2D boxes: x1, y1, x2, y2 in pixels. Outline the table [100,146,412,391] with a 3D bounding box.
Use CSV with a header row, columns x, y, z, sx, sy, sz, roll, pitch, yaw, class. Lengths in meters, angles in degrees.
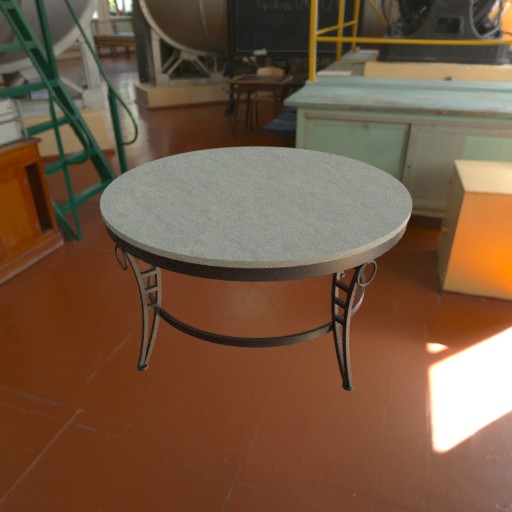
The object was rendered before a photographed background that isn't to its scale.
x,y,z,sx,sy,sz,roll,pitch,yaw,class
0.000,0.000,1.434,0.889,0.470,0.889,0,29,0,table
